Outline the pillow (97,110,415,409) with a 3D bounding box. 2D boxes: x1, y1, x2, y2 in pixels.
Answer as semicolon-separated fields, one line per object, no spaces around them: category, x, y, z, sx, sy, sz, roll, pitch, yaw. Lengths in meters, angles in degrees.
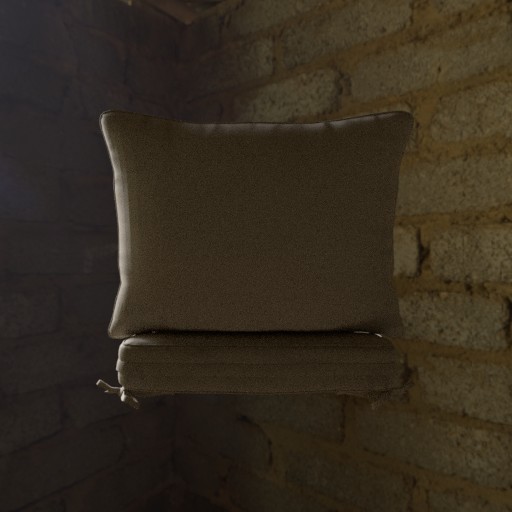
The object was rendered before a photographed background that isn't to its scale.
pillow;0.000;0.000;1.363;0.798;0.716;0.733;0;0;0
